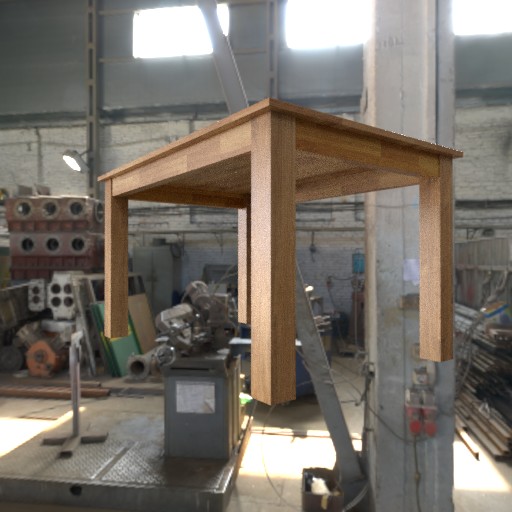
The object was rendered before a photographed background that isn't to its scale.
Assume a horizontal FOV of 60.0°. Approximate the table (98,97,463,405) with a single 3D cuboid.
[{"bbox_3d":[0.000,0.000,1.850,0.900,0.750,1.300,0,-1,-37],"label":"table"}]
